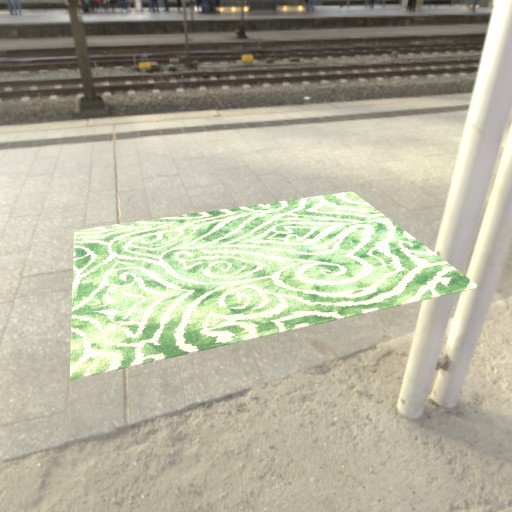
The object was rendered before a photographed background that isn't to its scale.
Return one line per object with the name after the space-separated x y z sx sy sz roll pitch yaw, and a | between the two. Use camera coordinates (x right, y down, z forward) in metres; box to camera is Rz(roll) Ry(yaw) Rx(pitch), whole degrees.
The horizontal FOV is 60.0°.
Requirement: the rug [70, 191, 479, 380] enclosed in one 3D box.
0.000 0.000 2.344 1.826 0.006 1.220 -10 32 -16 | rug
